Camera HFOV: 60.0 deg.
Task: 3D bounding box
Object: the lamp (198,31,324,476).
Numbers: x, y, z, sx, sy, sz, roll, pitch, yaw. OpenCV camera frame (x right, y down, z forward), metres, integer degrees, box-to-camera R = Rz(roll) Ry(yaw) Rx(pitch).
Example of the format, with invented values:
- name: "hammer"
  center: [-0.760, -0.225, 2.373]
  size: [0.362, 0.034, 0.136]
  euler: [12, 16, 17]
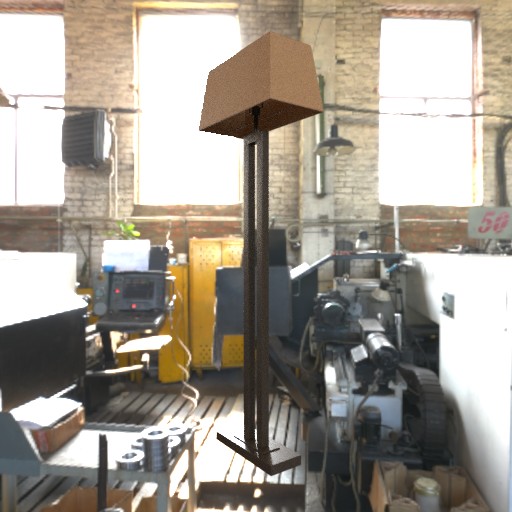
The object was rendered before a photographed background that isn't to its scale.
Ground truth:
- name: "lamp"
  center: [0.000, 0.000, 1.656]
  size: [0.233, 1.469, 0.475]
  euler: [-1, 1, -36]
